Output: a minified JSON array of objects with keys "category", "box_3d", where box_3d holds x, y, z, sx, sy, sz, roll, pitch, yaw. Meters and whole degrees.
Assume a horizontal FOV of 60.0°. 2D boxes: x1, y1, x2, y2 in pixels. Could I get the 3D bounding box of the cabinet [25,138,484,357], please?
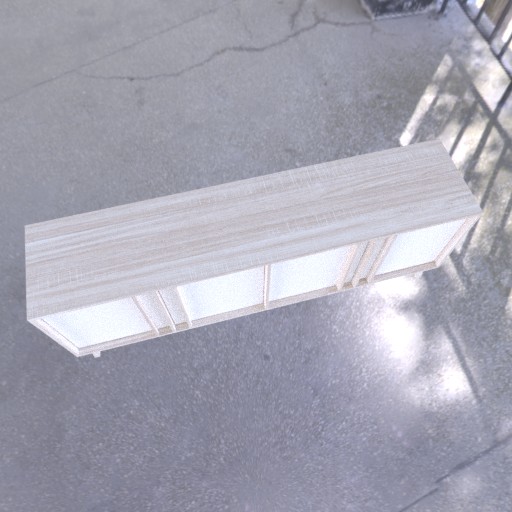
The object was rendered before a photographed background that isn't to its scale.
[{"category":"cabinet","box_3d":[0.000,0.000,2.523,2.200,0.780,0.500,-13,63,-7]}]
